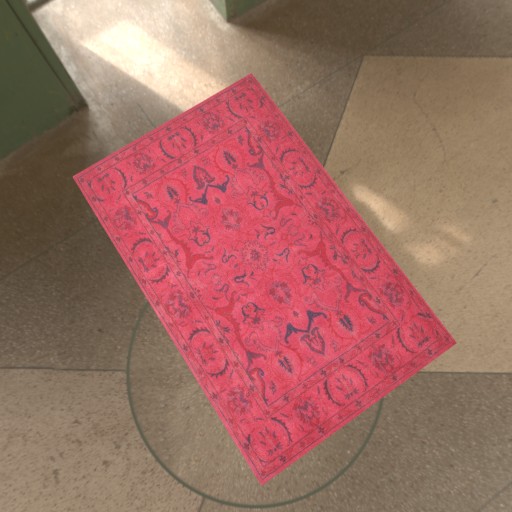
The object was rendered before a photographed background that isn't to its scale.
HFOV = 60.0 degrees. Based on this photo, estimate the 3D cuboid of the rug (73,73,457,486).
[{"bbox_3d":[0.000,0.000,3.024,1.534,0.010,2.423,-33,78,-8],"label":"rug"}]
